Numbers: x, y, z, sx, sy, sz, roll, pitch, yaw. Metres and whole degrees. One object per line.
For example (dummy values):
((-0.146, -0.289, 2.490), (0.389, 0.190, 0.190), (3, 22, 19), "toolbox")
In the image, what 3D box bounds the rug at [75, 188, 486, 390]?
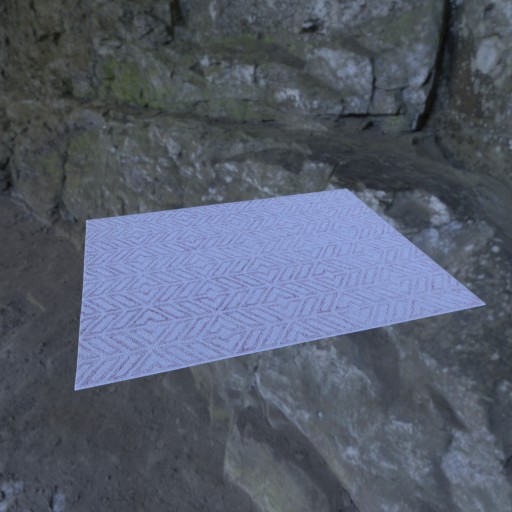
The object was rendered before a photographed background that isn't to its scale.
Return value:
((0.000, 0.000, 4.090), (3.045, 0.008, 2.421), (-9, 32, -14), "rug")
